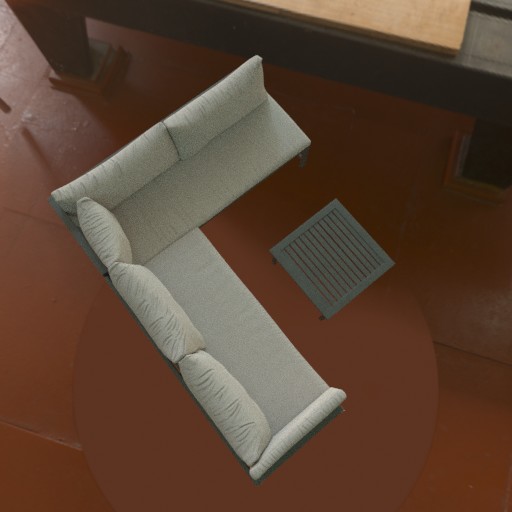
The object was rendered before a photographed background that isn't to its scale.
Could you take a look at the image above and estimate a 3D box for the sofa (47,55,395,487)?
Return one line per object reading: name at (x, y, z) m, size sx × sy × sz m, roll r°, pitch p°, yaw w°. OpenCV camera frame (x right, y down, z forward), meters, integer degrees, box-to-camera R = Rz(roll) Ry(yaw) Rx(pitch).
sofa at (0.000, 0.000, 2.922) m, size 1.658 × 0.758 × 2.096 m, roll -38°, pitch 79°, yaw -9°
